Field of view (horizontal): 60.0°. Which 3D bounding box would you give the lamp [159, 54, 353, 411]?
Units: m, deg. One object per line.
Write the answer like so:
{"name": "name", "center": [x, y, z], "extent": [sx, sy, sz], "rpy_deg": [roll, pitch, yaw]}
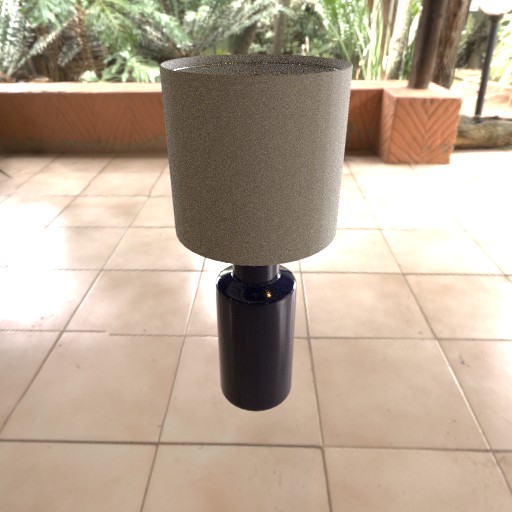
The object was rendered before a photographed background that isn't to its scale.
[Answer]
{"name": "lamp", "center": [0.000, 0.000, 0.614], "extent": [0.212, 0.493, 0.212], "rpy_deg": [0, 29, 0]}
